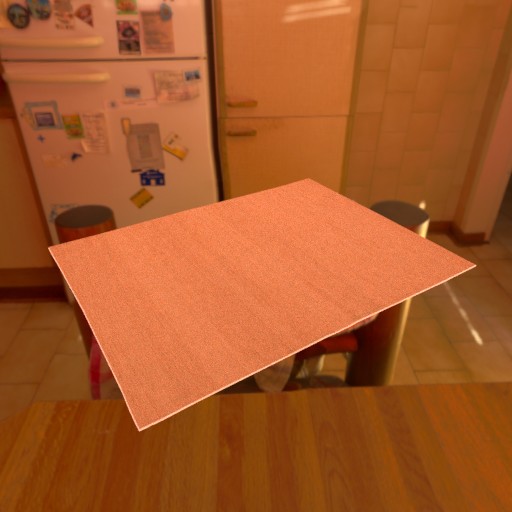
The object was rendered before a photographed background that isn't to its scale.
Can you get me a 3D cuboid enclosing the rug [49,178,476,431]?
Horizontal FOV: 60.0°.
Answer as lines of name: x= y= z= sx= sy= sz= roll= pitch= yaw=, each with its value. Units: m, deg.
rug: x=0.000 y=0.000 z=4.138 sx=3.202 sy=0.045 sz=2.434 roll=-19 pitch=37 yaw=-27
